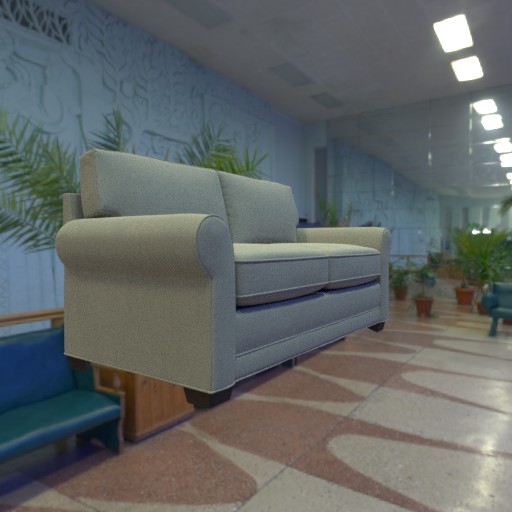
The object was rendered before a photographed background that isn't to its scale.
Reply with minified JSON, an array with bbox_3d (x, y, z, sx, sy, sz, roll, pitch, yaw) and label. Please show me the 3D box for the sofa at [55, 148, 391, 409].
[{"bbox_3d":[0.000,0.000,2.287,0.861,0.933,1.774,1,2,36],"label":"sofa"}]
